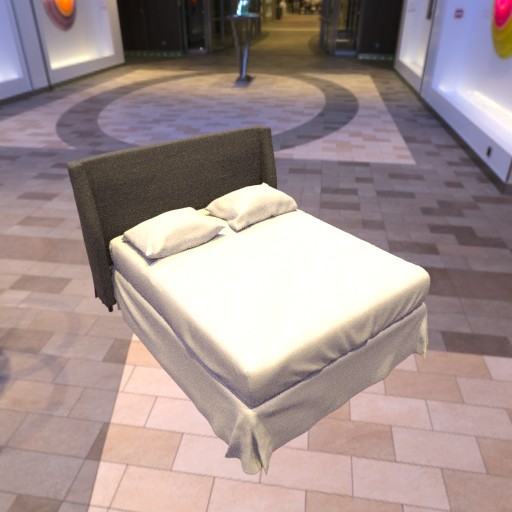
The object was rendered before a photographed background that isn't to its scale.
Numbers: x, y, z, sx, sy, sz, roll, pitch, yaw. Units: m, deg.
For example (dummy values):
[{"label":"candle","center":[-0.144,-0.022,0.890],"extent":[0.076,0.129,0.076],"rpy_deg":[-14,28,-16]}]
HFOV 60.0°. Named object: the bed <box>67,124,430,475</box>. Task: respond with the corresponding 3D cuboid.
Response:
[{"label":"bed","center":[0.000,0.000,3.413],"extent":[1.925,1.332,2.276],"rpy_deg":[-21,36,-32]}]
